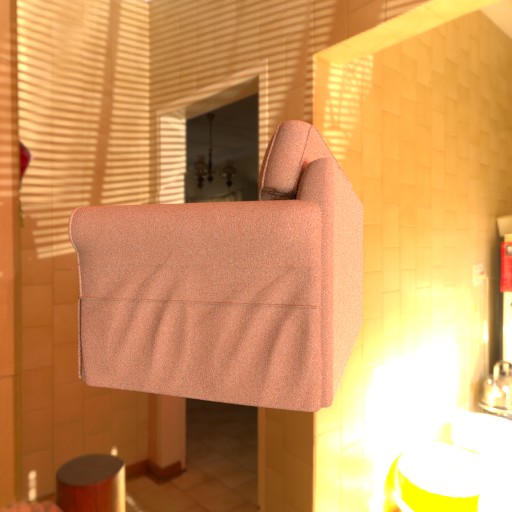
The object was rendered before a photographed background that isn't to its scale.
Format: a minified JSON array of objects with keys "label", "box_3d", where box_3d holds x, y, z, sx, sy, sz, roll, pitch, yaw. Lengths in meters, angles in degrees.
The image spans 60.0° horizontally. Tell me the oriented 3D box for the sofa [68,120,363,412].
[{"label":"sofa","box_3d":[0.000,0.000,2.299,0.991,0.940,1.727,0,1,17]}]
